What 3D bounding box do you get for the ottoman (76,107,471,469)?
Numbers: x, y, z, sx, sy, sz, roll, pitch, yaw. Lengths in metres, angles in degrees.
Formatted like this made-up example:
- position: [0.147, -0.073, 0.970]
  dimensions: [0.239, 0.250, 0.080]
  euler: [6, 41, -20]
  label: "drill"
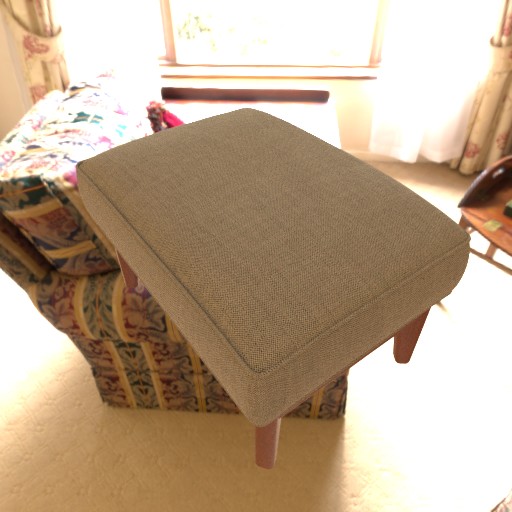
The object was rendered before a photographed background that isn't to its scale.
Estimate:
- position: [0.000, 0.000, 1.058]
  dimensions: [0.555, 0.458, 0.750]
  euler: [-26, 48, -26]
  label: "ottoman"
